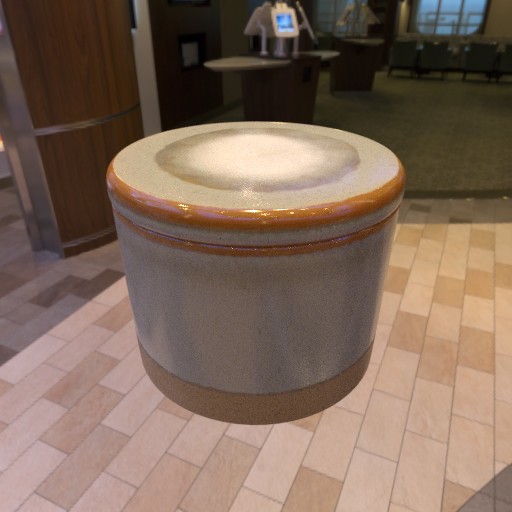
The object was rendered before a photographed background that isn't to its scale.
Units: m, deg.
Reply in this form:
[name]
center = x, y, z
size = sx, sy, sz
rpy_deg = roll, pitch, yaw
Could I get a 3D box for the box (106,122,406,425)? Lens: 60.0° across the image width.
[box]
center = 0.000, 0.000, 0.211
size = 0.123, 0.100, 0.123
rpy_deg = 0, 30, 0
